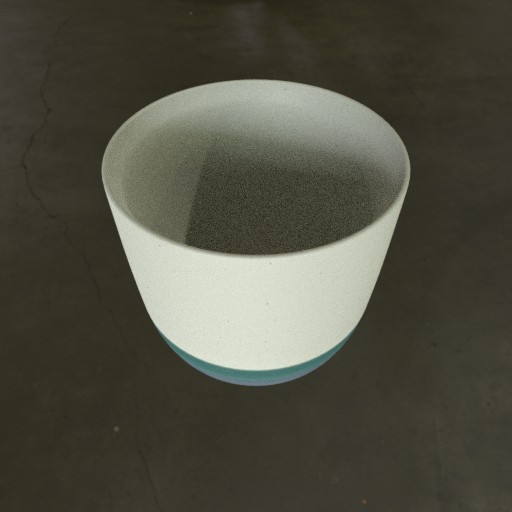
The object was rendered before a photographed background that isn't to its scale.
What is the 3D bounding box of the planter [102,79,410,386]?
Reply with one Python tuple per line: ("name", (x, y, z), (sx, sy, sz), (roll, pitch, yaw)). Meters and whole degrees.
("planter", (0.000, 0.000, 0.378), (0.204, 0.214, 0.204), (0, 47, 0))
